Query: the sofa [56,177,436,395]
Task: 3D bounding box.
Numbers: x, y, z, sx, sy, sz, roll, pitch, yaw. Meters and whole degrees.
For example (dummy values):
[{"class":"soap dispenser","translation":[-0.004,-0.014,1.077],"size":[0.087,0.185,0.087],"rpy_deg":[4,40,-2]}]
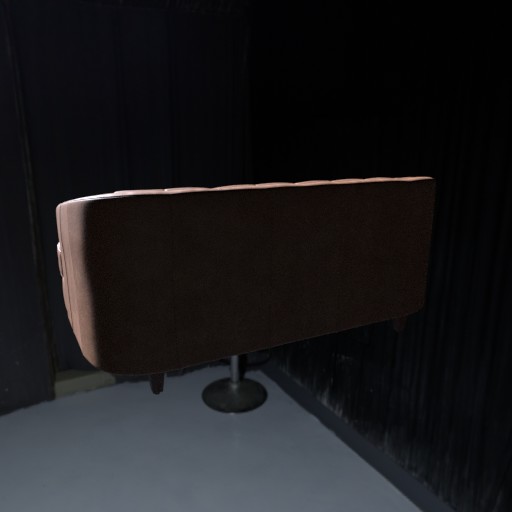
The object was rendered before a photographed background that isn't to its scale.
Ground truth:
[{"class":"sofa","translation":[0.000,0.000,2.202],"size":[1.755,0.786,0.914],"rpy_deg":[-7,16,-26]}]
